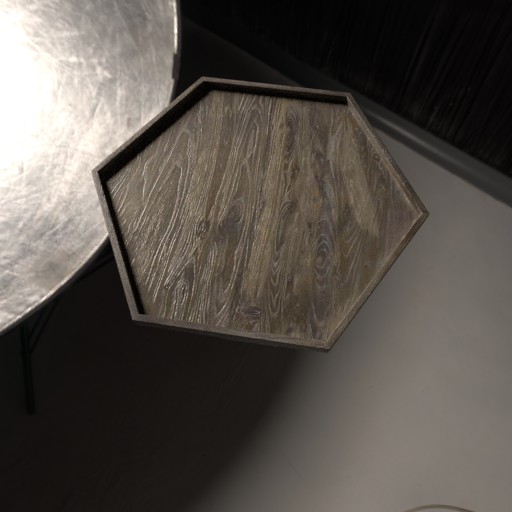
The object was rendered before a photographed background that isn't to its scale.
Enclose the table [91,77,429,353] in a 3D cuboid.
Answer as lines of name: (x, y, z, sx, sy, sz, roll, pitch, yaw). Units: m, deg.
table: (0.000, 0.000, 1.148, 0.592, 0.586, 0.683, 36, 69, 16)
